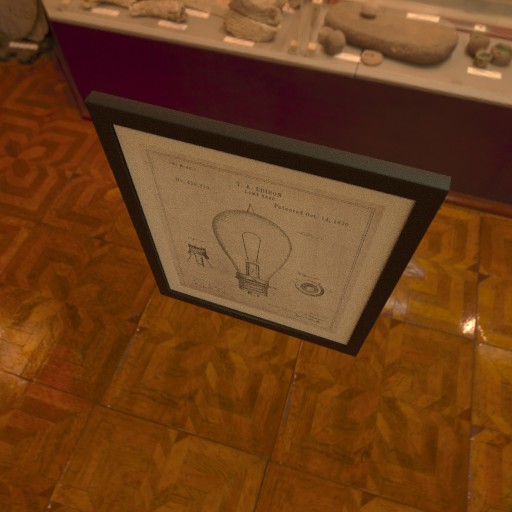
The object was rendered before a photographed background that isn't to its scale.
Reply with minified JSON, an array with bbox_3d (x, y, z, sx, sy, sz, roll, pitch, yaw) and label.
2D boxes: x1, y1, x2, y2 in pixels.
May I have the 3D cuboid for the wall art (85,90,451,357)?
[{"bbox_3d":[0.000,0.000,0.716,0.430,0.509,0.021,16,59,10],"label":"wall art"}]
